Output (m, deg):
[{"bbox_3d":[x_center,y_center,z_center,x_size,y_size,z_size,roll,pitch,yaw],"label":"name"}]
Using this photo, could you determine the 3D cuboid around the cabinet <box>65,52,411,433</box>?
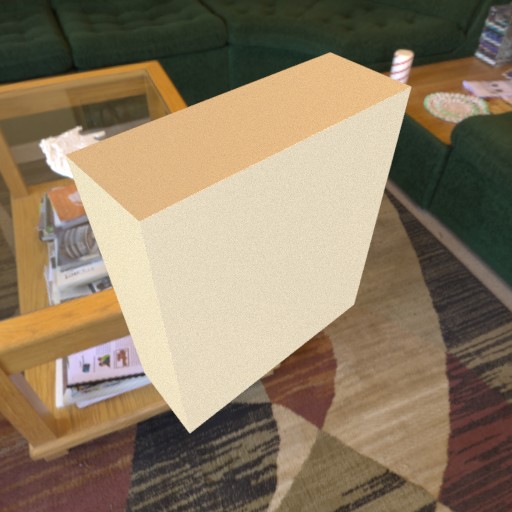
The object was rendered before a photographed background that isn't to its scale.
[{"bbox_3d":[0.000,0.000,1.681,0.990,1.150,0.348,-32,54,-27],"label":"cabinet"}]
